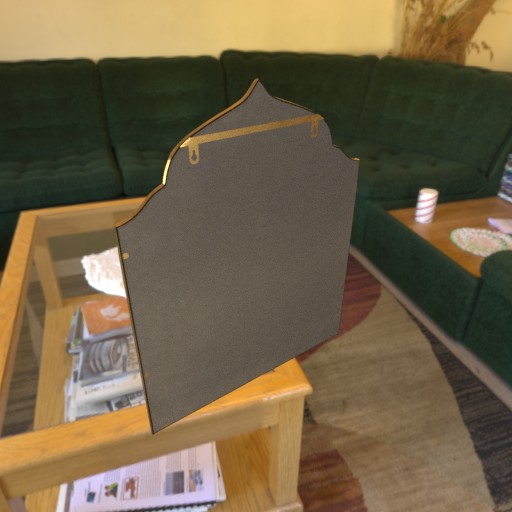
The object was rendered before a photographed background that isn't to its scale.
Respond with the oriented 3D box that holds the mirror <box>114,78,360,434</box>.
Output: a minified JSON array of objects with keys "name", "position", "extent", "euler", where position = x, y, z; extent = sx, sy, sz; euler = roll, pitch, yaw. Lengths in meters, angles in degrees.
[{"name":"mirror","position":[0.000,0.000,0.844],"extent":[0.513,0.635,0.018],"euler":[-20,36,-30]}]
